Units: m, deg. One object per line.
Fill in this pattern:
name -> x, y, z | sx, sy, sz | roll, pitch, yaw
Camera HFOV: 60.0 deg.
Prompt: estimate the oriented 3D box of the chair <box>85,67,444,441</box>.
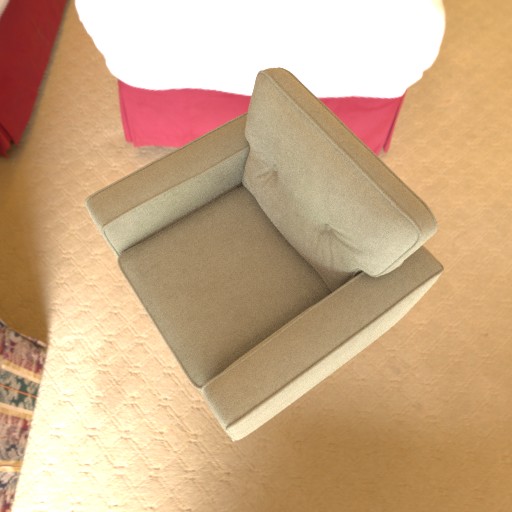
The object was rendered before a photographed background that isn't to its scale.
chair -> 0.000, 0.000, 1.750 | 0.939, 0.965, 1.015 | -32, 68, -14
